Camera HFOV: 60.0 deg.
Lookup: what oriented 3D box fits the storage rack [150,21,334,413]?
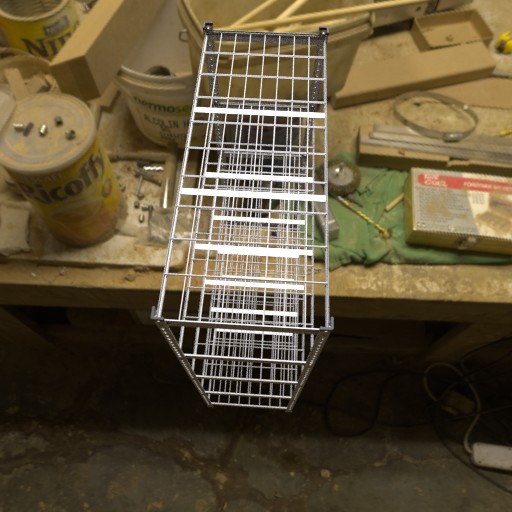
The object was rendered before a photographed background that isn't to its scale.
[{"bbox_3d":[0.000,0.000,2.688,0.610,1.981,1.524,3,63,2],"label":"storage rack"}]
